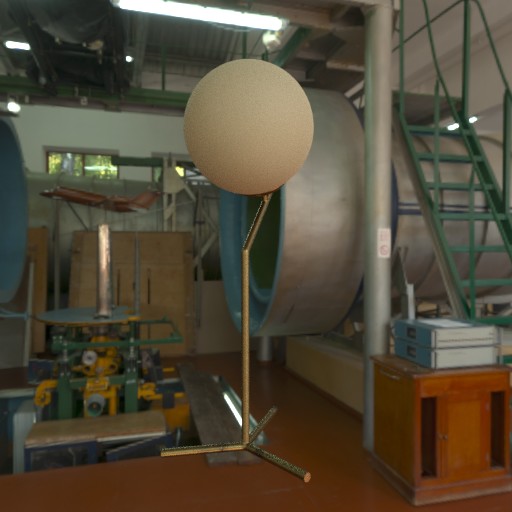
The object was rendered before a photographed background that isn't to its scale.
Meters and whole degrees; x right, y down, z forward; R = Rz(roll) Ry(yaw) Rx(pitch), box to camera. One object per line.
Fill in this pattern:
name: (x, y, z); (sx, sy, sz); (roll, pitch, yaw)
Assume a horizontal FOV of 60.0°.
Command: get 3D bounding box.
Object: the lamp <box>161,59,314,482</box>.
lamp: (0.000, 0.000, 0.672); (0.210, 0.552, 0.251); (0, 1, 19)
